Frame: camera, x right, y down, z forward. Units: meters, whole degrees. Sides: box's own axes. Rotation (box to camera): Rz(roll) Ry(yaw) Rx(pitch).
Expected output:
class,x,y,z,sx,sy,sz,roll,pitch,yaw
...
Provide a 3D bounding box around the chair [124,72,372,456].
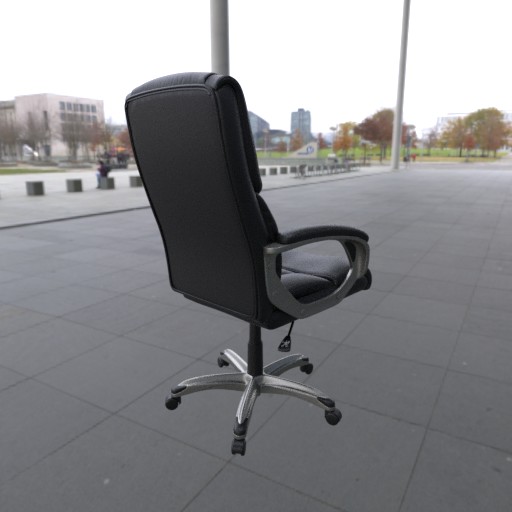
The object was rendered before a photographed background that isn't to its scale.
class,x,y,z,sx,sy,sz,roll,pitch,yaw
chair,0.000,0.000,1.599,0.739,1.155,0.663,-13,18,-43
